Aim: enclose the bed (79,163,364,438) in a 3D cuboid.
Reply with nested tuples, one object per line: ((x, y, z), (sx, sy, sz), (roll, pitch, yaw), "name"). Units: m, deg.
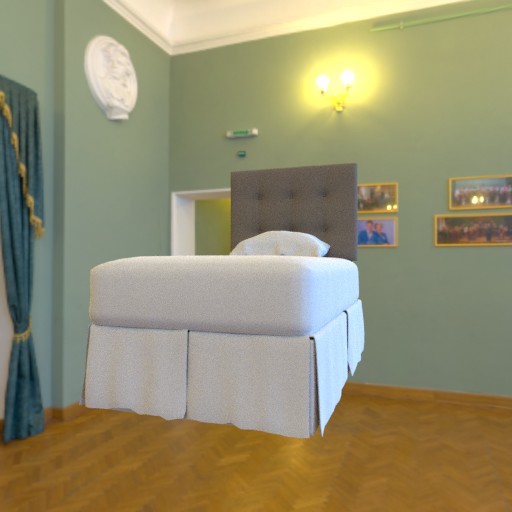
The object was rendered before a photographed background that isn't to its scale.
((0.000, 0.000, 2.981), (1.261, 1.571, 1.997), (0, -1, 19), "bed")
